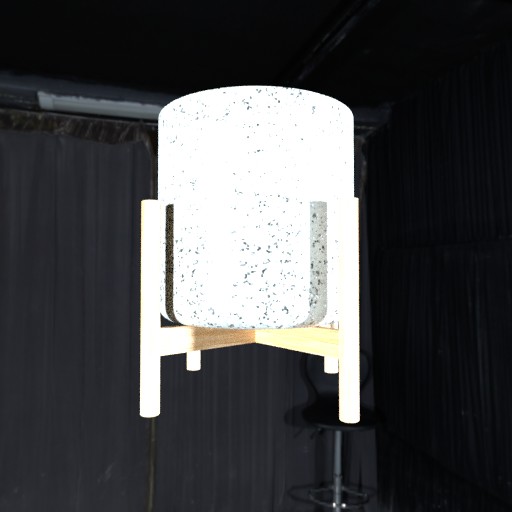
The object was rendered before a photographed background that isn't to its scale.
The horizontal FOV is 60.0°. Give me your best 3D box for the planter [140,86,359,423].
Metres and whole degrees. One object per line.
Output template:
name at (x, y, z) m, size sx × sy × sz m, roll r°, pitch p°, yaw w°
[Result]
planter at (0.000, 0.000, 0.701) m, size 0.360 × 0.419 × 0.360 m, roll 0°, pitch -1°, yaw -18°
